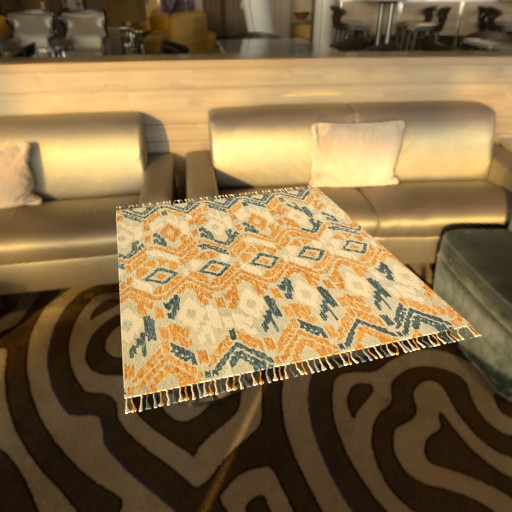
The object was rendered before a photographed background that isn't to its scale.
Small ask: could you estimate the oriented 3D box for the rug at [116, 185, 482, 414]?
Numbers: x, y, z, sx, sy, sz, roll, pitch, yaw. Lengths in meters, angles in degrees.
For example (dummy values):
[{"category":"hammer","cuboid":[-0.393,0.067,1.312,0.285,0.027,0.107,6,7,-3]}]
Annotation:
[{"category":"rug","cuboid":[0.000,0.000,4.084,2.439,0.010,3.048,-8,31,-14]}]
